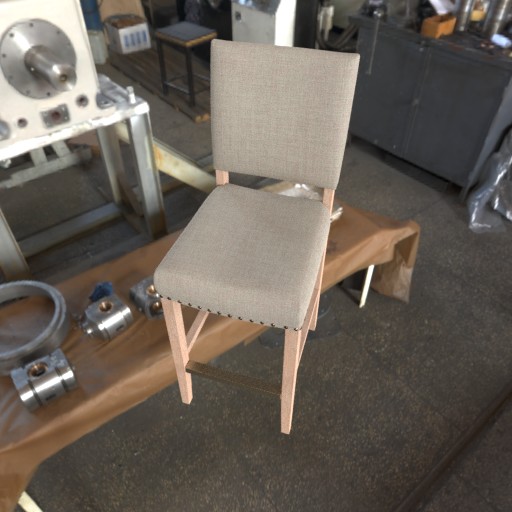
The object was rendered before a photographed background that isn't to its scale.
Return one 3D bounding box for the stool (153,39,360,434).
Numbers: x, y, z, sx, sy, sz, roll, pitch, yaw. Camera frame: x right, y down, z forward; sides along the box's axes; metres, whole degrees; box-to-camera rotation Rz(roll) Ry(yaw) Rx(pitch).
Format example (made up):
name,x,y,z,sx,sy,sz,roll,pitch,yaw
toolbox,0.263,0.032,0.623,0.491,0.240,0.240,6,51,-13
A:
name,x,y,z,sx,sy,sz,roll,pitch,yaw
stool,0.000,0.000,1.477,0.445,1.173,0.585,12,44,13
